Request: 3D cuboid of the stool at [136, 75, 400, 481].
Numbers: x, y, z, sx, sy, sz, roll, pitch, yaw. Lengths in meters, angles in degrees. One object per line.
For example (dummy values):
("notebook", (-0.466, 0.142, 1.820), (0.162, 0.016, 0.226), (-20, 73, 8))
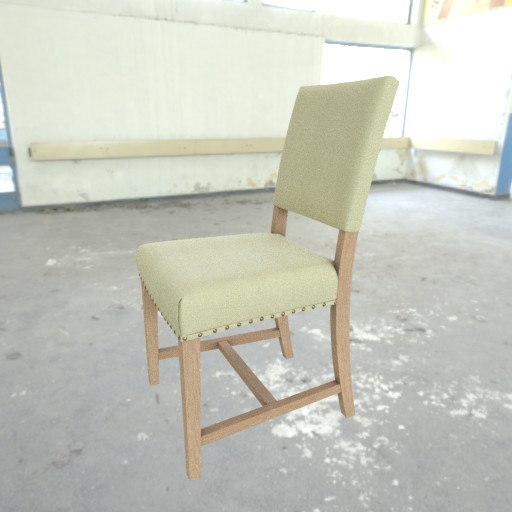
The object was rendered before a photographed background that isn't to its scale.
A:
("stool", (0.000, 0.000, 1.318), (0.623, 0.986, 0.508), (-8, 19, -24))
